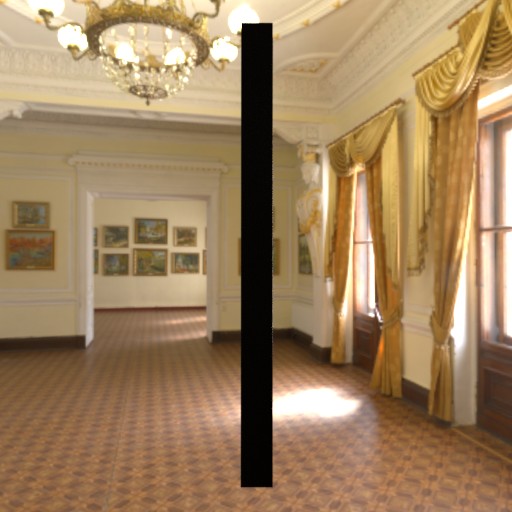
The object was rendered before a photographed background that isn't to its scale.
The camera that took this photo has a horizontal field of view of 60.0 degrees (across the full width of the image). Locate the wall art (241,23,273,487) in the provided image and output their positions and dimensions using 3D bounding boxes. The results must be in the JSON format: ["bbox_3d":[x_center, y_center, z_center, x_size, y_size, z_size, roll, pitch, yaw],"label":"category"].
[{"bbox_3d":[0.000,0.000,0.752,0.039,0.553,0.451,0,-1,0],"label":"wall art"}]
